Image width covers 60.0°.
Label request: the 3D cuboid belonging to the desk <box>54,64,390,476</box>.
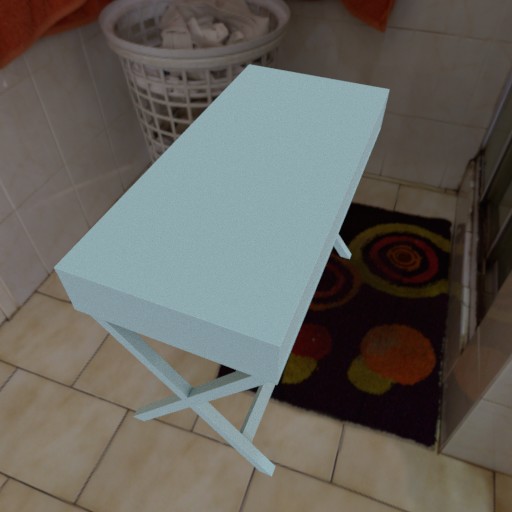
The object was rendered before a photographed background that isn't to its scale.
[{"bbox_3d":[0.000,0.000,1.484,0.525,0.780,1.057,17,49,15],"label":"desk"}]
